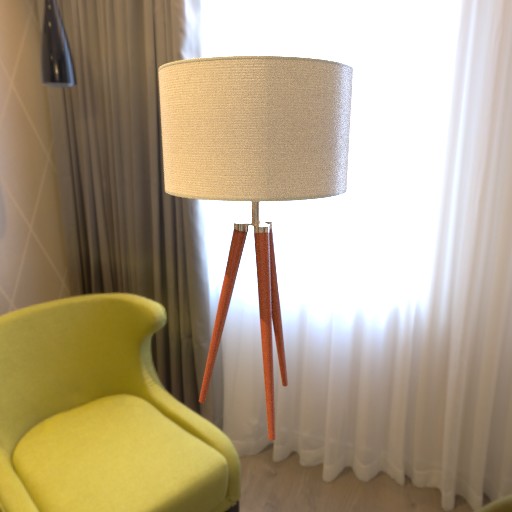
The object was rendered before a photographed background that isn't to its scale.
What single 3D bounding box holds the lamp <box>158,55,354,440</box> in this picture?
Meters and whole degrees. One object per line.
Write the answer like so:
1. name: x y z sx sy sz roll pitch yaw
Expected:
1. lamp: 0.000 0.000 0.916 0.355 0.709 0.354 -3 15 -10
